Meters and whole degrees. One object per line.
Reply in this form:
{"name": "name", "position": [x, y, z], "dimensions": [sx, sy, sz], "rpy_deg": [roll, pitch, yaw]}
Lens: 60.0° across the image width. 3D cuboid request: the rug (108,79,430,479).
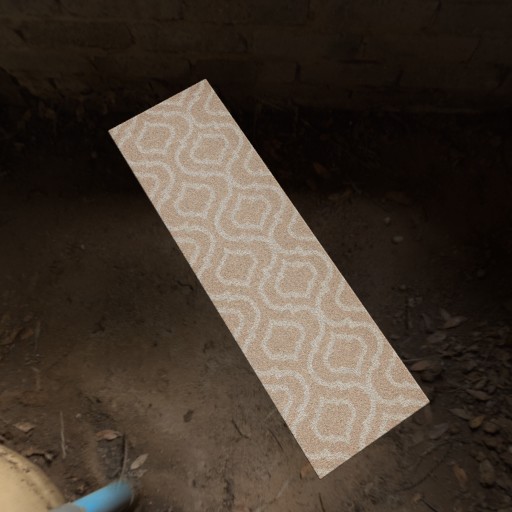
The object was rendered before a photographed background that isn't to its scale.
{"name": "rug", "position": [0.000, 0.000, 2.499], "dimensions": [0.691, 0.013, 2.289], "rpy_deg": [-31, 77, -8]}
